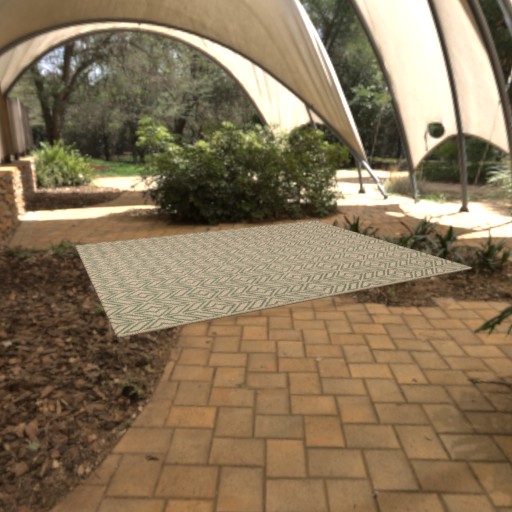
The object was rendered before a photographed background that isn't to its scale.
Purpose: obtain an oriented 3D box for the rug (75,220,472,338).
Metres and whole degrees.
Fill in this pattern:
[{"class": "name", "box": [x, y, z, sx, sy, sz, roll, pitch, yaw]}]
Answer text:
[{"class": "rug", "box": [0.000, 0.000, 4.294, 3.050, 0.017, 2.441, -8, 17, -26]}]
